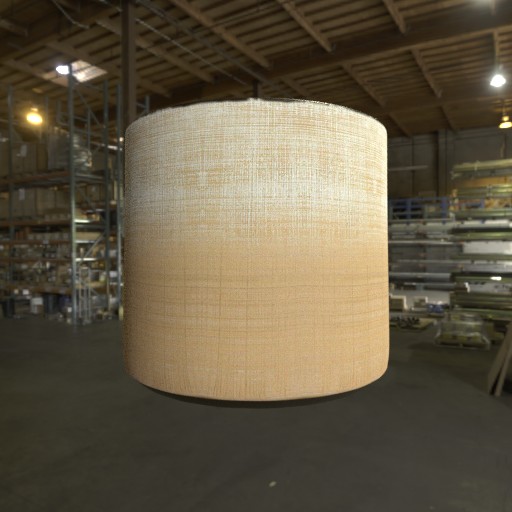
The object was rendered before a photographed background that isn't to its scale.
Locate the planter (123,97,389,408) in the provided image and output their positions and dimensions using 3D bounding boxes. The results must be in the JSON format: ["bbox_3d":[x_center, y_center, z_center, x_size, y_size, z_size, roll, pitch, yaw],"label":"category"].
[{"bbox_3d":[0.000,0.000,0.383,0.221,0.201,0.221,0,0,0],"label":"planter"}]
